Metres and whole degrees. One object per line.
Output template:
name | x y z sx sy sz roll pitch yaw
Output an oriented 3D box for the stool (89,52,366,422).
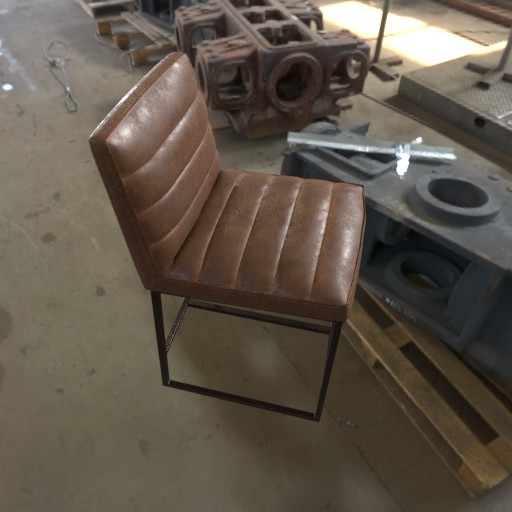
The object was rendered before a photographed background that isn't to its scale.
stool | 0.000 0.000 1.255 0.562 0.942 0.463 10 46 10
